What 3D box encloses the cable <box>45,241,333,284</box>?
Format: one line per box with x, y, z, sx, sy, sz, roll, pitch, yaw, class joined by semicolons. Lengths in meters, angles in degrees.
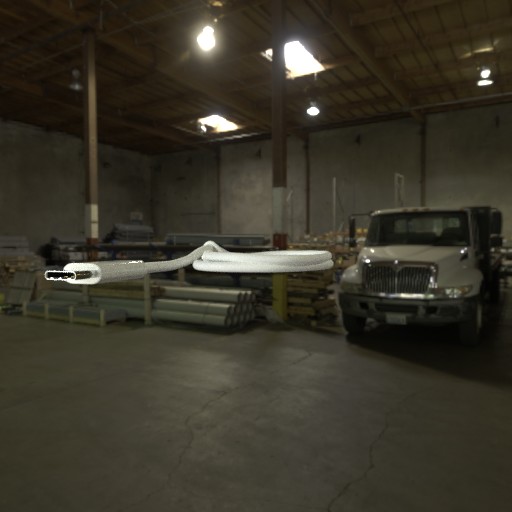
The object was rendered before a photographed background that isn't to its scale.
0.000;0.000;0.206;0.070;0.014;0.186;1;2;19;cable
